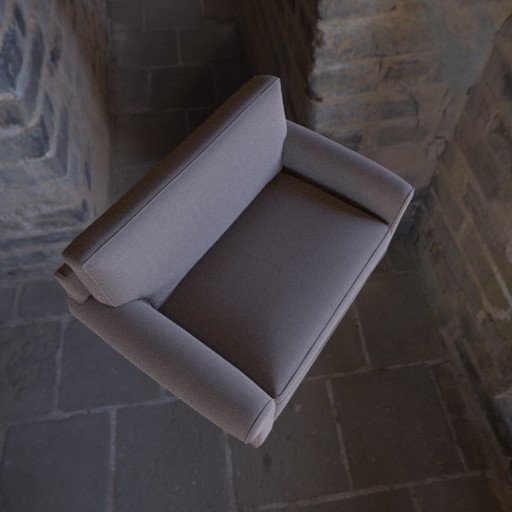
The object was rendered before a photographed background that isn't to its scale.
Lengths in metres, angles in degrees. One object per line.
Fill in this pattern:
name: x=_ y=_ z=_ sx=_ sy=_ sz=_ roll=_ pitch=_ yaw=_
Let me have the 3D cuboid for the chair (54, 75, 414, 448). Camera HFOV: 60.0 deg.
chair: x=0.000 y=0.000 z=2.006 sx=0.930 sy=0.930 sz=1.390 roll=31 pitch=63 yaw=17
